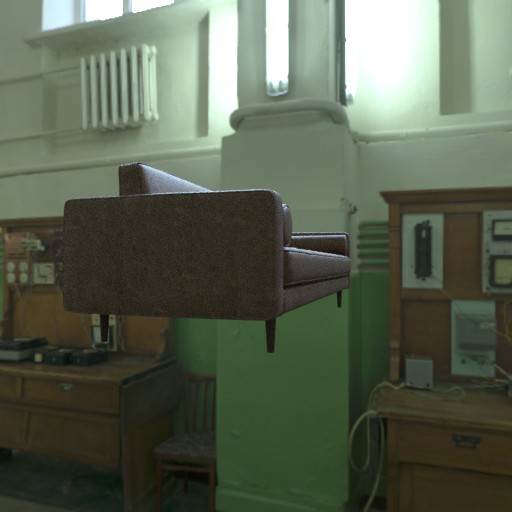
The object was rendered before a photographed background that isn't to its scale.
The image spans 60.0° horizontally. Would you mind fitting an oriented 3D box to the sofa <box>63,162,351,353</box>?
[{"bbox_3d":[0.000,0.000,2.661,0.914,0.762,2.210,0,-1,18],"label":"sofa"}]
